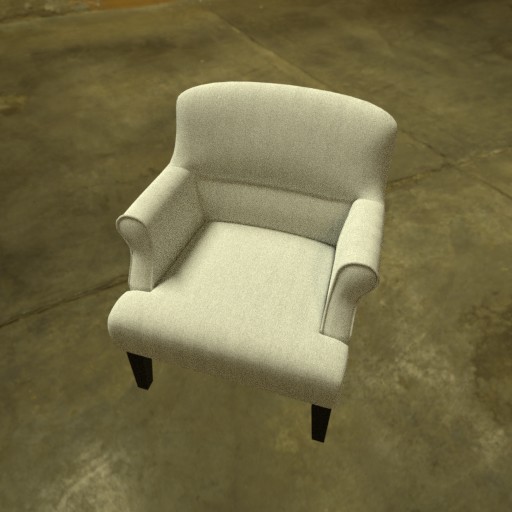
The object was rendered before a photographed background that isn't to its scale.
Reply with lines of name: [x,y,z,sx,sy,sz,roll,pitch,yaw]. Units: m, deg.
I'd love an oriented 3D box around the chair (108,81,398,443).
chair: [0.000,0.000,1.468,0.781,0.875,0.750,12,44,13]
